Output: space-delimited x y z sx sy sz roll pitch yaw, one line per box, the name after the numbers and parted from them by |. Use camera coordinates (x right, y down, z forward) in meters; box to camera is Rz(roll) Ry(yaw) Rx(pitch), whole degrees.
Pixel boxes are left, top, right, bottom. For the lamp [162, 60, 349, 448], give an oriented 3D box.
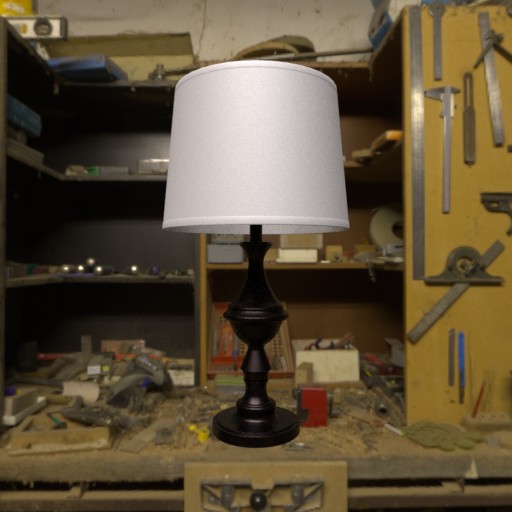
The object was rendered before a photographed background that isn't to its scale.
0.000 0.000 0.928 0.383 0.726 0.383 0 0 0 | lamp
